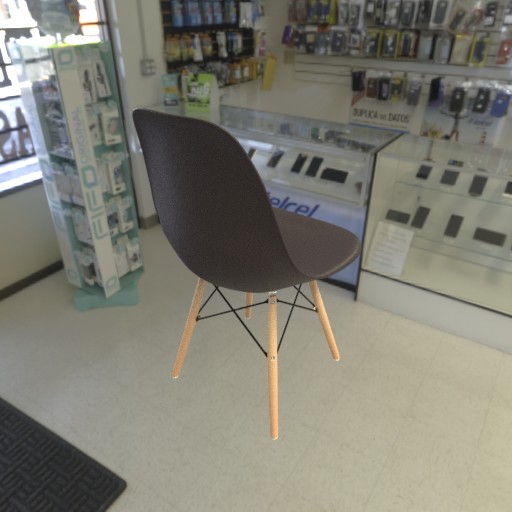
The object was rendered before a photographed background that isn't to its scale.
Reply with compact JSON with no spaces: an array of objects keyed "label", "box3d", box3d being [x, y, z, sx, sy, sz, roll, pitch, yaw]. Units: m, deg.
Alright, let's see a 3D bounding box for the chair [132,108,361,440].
[{"label":"chair","box3d":[0.000,0.000,1.165,0.470,0.825,0.533,20,36,31]}]
